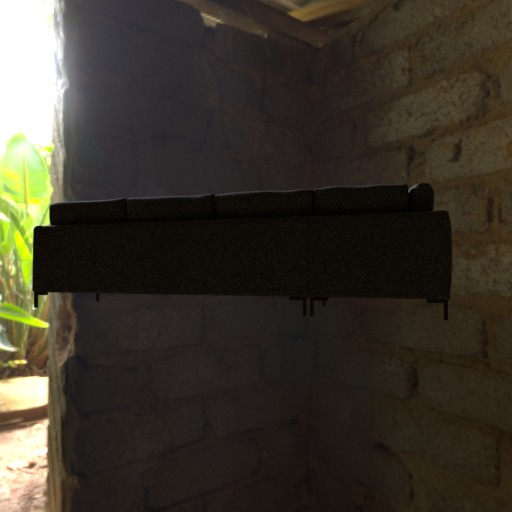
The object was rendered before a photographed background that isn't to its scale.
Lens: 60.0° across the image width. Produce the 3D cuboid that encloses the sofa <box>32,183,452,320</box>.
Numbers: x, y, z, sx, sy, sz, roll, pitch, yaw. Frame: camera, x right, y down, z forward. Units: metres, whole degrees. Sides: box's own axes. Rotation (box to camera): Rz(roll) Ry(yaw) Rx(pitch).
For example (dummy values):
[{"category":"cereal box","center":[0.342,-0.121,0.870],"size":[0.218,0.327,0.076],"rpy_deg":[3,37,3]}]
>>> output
[{"category":"sofa","center":[0.000,0.000,3.841],"size":[2.949,0.815,2.007],"rpy_deg":[-1,-2,17]}]
